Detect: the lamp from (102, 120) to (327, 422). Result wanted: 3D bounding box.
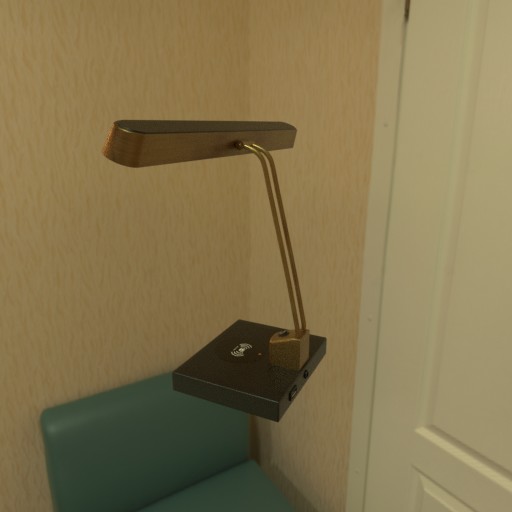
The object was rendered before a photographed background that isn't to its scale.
[{"bbox_3d":[0.000,0.000,0.591,0.156,0.345,0.412,8,18,25],"label":"lamp"}]
